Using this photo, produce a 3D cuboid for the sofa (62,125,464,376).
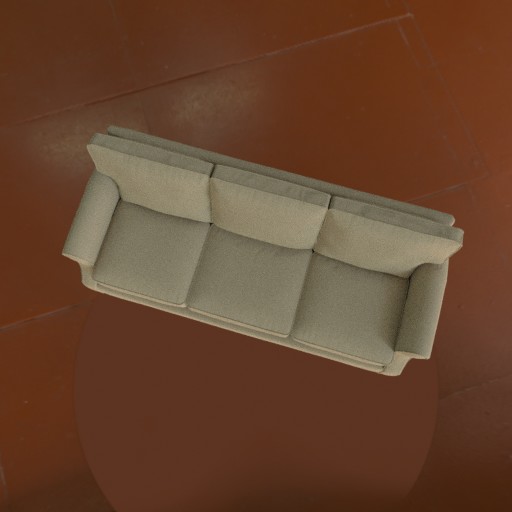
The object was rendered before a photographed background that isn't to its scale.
[{"bbox_3d":[0.000,0.000,2.877,2.354,0.948,0.966,16,76,4],"label":"sofa"}]
